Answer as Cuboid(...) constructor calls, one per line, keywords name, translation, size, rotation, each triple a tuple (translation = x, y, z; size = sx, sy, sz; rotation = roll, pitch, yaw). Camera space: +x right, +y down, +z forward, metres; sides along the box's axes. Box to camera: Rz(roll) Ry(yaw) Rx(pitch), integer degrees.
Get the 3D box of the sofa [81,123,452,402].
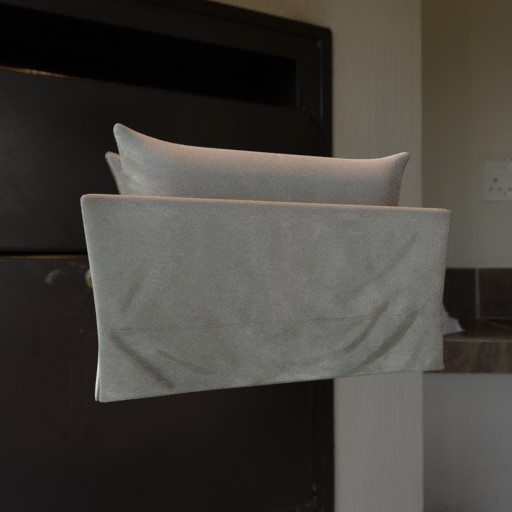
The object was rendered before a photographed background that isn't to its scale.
Cuboid(name="sofa", translation=(0.000, 0.000, 2.256), size=(1.608, 1.040, 1.035), rotation=(0, 0, -18))
